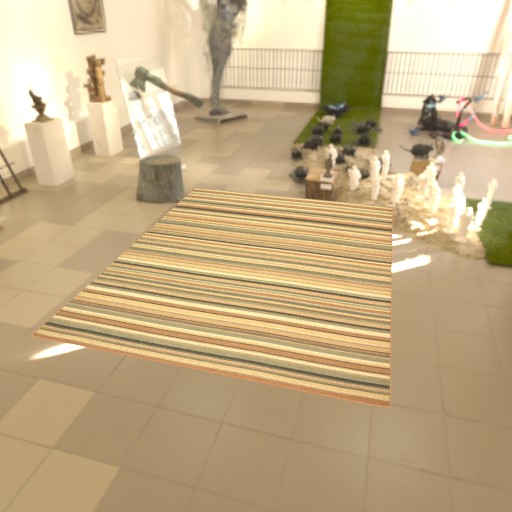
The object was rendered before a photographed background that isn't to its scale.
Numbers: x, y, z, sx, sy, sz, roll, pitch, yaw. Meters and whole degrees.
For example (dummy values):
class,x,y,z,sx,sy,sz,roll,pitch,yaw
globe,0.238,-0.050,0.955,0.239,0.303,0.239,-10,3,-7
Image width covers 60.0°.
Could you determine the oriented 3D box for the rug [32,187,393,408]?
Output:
class,x,y,z,sx,sy,sz,roll,pitch,yaw
rug,0.000,0.000,4.103,2.436,0.011,3.045,8,30,13
